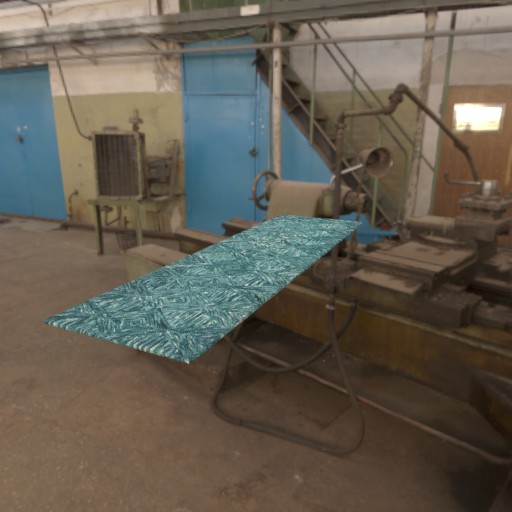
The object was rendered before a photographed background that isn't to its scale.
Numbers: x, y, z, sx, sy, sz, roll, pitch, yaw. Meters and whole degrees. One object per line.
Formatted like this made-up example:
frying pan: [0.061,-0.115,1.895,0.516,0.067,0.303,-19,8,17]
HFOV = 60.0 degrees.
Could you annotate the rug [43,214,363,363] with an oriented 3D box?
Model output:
rug: [0.000,0.000,2.523,0.676,0.016,2.286,8,19,25]
